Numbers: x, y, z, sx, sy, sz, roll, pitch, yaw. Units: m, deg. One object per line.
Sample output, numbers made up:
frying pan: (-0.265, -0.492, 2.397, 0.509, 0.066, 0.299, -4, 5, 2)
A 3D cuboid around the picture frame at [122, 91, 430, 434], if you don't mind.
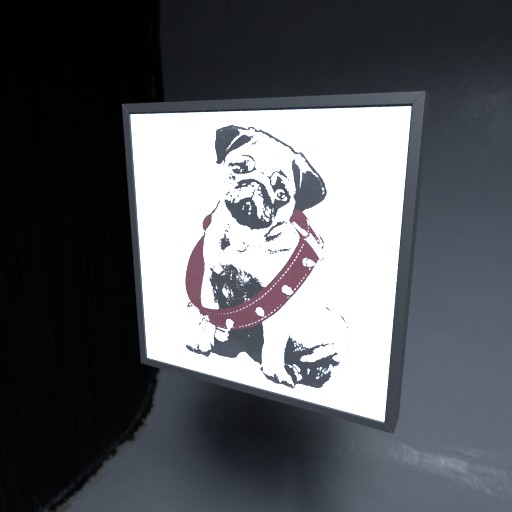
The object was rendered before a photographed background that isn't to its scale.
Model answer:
picture frame: (0.000, 0.000, 0.476, 0.317, 0.317, 0.030, 7, 17, 26)
